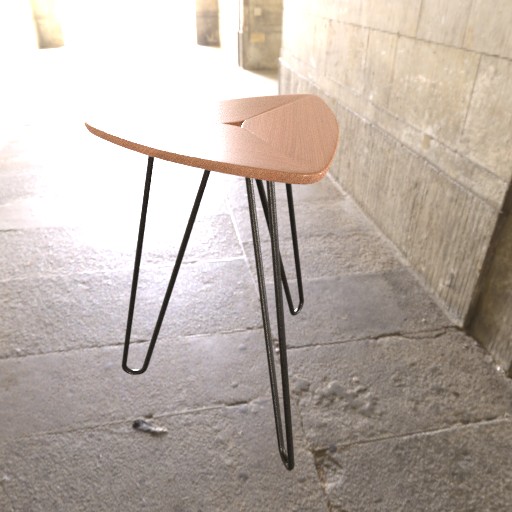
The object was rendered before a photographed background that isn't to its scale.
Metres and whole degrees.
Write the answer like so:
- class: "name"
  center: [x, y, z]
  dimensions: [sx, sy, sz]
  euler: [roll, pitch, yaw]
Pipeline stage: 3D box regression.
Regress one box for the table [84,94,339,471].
- class: "table"
  center: [0.000, 0.000, 0.903]
  dimensions: [0.442, 0.564, 0.455]
  euler: [20, 37, 28]
